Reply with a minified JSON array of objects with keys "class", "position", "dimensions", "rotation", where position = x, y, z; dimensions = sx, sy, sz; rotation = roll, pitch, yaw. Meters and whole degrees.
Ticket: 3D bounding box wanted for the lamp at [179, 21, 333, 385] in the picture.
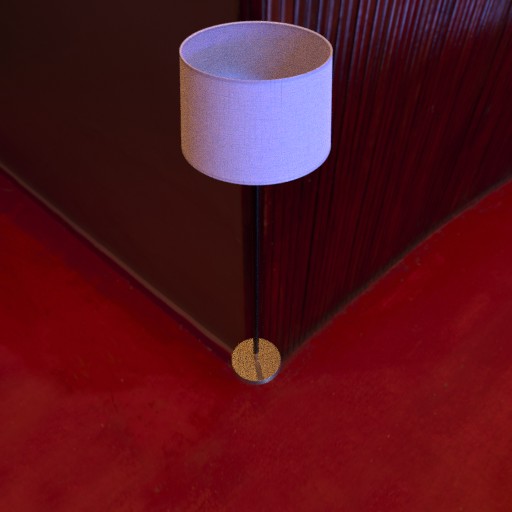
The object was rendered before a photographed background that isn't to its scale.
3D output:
[{"class":"lamp","position":[0.000,0.000,1.591],"dimensions":[0.420,1.447,0.420],"rotation":[0,46,0]}]
